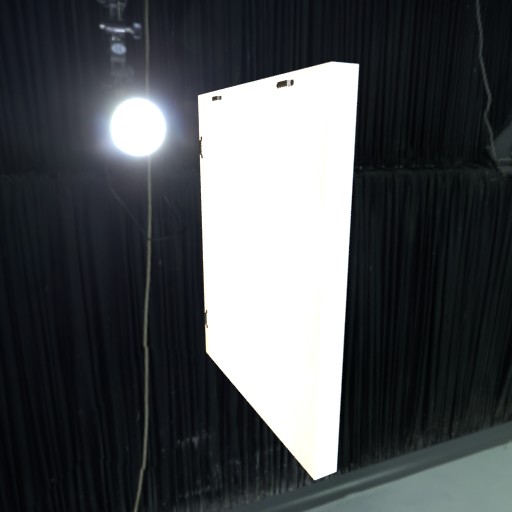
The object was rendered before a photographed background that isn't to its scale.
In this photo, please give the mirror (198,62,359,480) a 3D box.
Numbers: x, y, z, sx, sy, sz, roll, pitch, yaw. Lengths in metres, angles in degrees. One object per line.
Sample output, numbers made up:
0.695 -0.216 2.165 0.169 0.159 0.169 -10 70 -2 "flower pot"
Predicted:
0.000 0.000 0.698 0.041 0.509 0.406 -7 16 -26 "mirror"
